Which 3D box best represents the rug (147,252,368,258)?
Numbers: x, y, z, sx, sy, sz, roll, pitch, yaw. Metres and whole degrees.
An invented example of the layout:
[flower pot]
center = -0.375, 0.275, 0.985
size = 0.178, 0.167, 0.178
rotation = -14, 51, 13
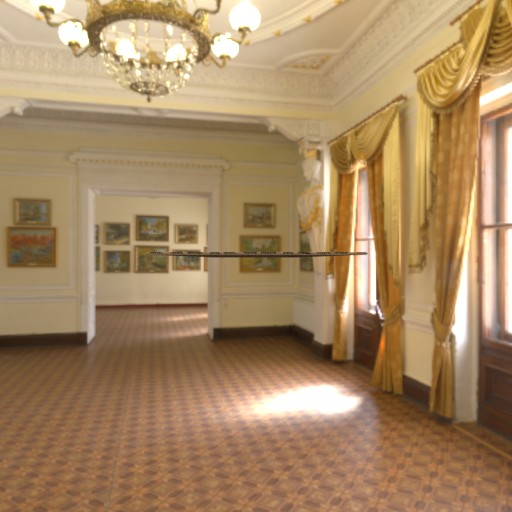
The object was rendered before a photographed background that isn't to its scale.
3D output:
[rug]
center = 0.000, 0.000, 2.712
size = 0.750, 0.009, 2.435
rotation = 0, 0, 0
